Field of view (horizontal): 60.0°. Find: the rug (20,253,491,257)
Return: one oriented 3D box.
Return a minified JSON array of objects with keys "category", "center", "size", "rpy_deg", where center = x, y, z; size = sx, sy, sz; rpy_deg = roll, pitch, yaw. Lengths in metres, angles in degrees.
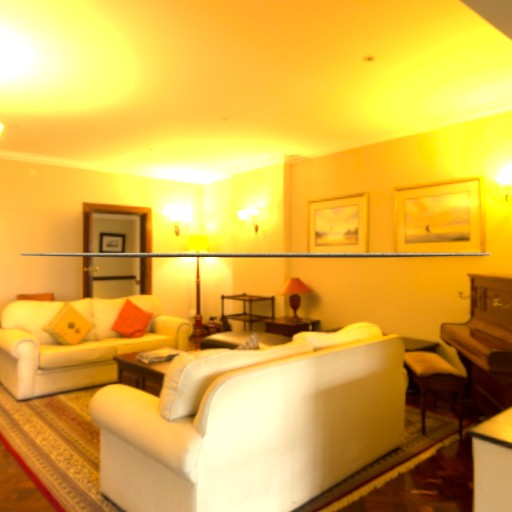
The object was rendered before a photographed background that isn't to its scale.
[{"category":"rug","center":[0.000,0.000,4.083],"size":[3.050,0.016,2.441],"rpy_deg":[0,-1,0]}]
